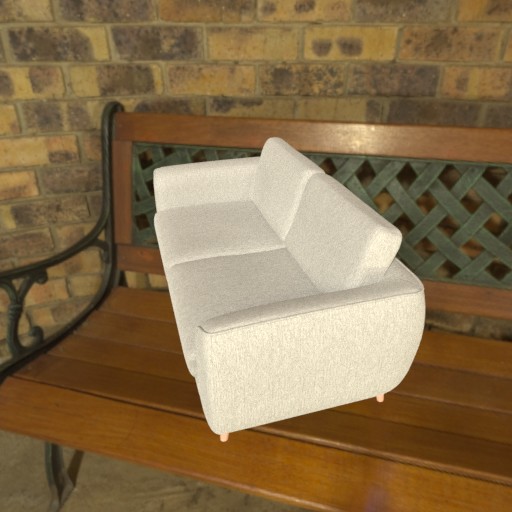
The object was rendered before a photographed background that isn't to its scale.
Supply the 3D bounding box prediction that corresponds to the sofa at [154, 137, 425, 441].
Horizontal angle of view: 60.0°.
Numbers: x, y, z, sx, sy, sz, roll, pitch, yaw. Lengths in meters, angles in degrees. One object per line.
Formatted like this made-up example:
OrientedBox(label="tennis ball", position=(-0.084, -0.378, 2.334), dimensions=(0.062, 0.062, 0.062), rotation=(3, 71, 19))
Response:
OrientedBox(label="sofa", position=(0.000, 0.000, 2.270), dimensions=(0.920, 0.850, 1.700), rotation=(-9, 31, -14))
